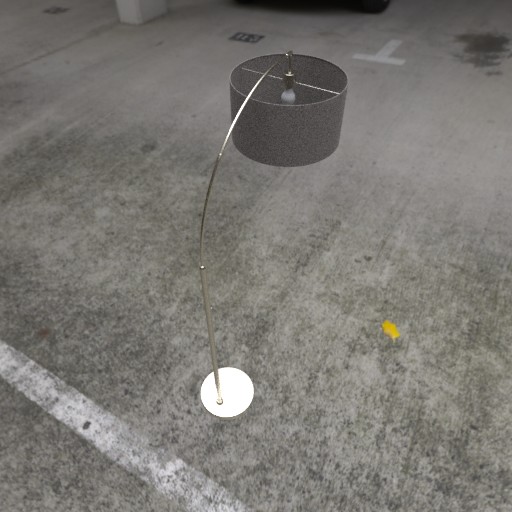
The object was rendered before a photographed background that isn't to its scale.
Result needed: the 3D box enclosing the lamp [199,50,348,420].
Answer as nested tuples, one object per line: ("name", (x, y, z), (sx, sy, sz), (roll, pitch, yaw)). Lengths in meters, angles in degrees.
("lamp", (0.000, 0.000, 2.109), (0.452, 1.735, 0.934), (24, 51, 21))
